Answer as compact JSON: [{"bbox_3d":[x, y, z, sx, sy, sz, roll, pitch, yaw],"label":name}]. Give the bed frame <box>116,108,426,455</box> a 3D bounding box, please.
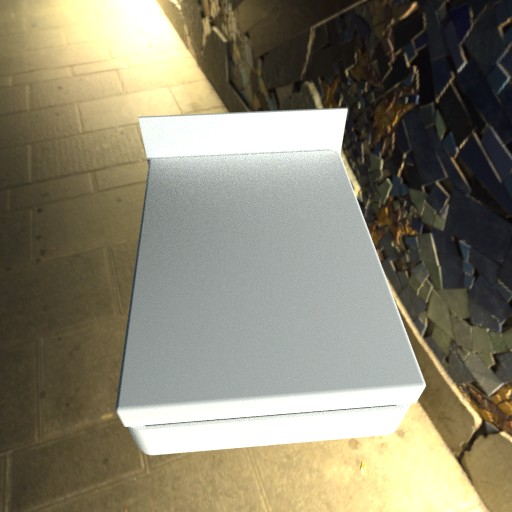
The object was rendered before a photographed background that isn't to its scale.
[{"bbox_3d":[0.000,0.000,2.617,1.400,0.800,1.900,-4,47,-3],"label":"bed frame"}]
